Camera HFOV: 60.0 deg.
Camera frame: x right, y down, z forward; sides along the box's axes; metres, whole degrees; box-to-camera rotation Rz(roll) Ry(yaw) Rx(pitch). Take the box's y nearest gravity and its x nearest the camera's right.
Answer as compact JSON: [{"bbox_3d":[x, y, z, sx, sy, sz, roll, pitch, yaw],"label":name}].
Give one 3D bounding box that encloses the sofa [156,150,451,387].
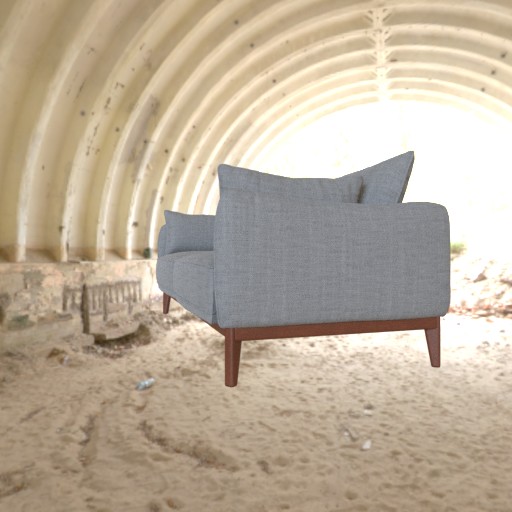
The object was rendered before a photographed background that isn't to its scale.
[{"bbox_3d":[0.000,0.000,2.460,0.972,0.851,1.989,0,0,-18],"label":"sofa"}]
